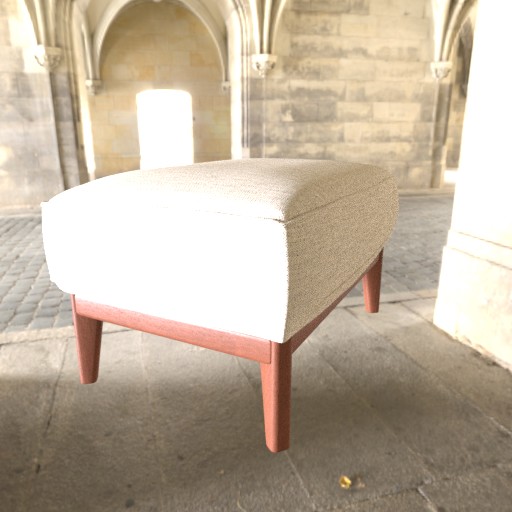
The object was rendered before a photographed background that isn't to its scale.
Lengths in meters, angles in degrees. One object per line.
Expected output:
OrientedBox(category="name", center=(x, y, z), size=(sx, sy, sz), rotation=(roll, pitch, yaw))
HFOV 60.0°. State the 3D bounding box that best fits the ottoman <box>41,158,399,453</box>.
OrientedBox(category="ottoman", center=(0.000, 0.000, 1.122), size=(0.594, 0.465, 0.794), rotation=(8, 18, 27))
